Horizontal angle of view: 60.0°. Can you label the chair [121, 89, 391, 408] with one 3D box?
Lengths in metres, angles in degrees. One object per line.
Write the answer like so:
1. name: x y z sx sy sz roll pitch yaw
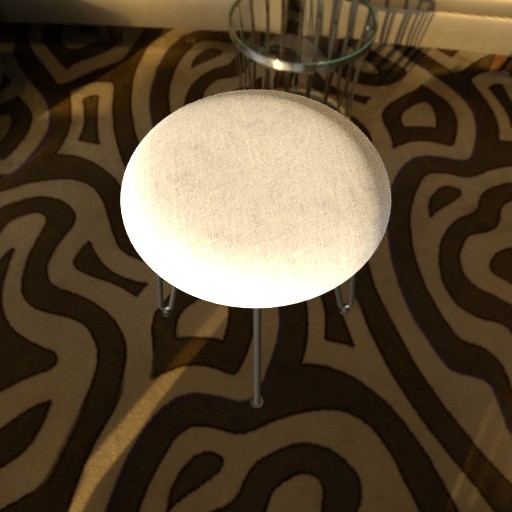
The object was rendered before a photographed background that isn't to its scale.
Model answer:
1. chair: 0.000 0.000 0.649 0.350 0.386 0.350 0 59 0
